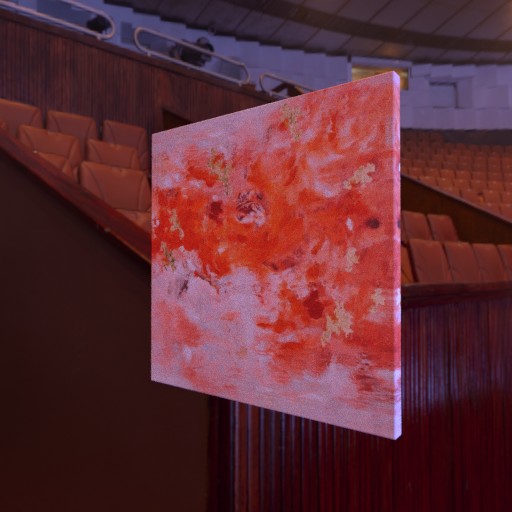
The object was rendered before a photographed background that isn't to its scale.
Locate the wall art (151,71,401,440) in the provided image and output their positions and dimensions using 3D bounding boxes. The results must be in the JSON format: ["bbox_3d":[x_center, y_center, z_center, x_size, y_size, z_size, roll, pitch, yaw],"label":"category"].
[{"bbox_3d":[0.000,0.000,1.142,0.747,0.746,0.064,-1,-1,37],"label":"wall art"}]
